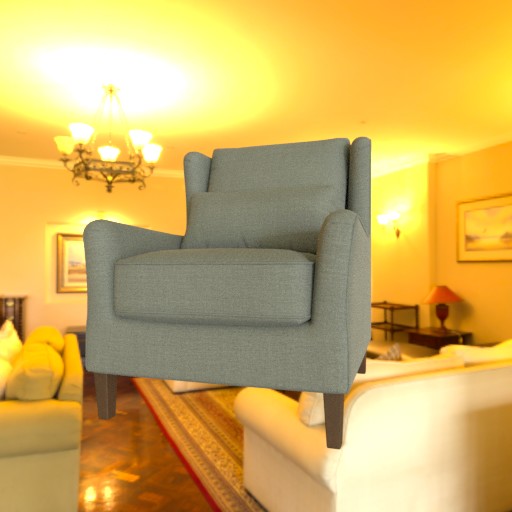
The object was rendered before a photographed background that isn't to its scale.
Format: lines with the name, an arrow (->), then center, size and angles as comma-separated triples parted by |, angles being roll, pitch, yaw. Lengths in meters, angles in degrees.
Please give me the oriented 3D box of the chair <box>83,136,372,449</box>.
chair -> 0.000, 0.000, 1.733 | 0.866, 1.056, 1.040 | 0, -1, 18
